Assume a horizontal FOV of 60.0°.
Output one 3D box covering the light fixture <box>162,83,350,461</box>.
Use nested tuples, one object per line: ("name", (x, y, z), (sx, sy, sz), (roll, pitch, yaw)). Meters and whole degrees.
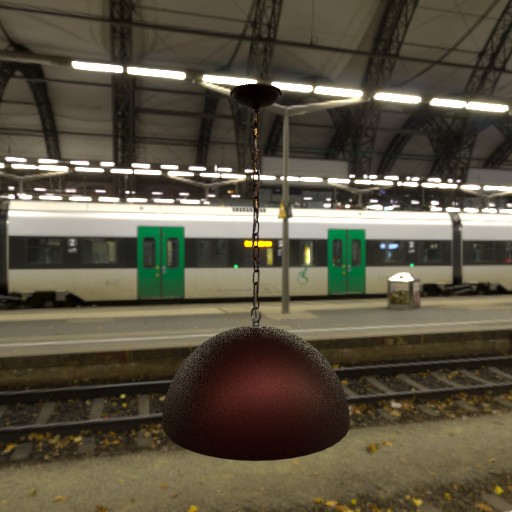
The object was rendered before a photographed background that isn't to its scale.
("light fixture", (0.000, 0.000, 1.182), (0.492, 0.869, 0.492), (0, 0, -36))
